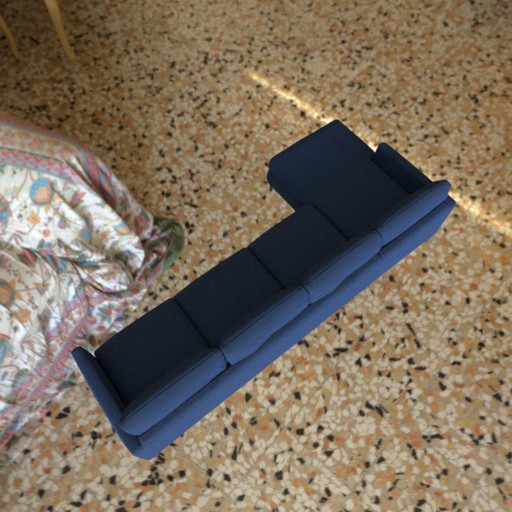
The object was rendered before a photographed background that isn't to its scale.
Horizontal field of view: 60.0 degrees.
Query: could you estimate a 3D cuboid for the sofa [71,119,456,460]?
[{"bbox_3d":[0.000,0.000,2.836,2.450,0.679,1.128,-35,68,-17],"label":"sofa"}]
